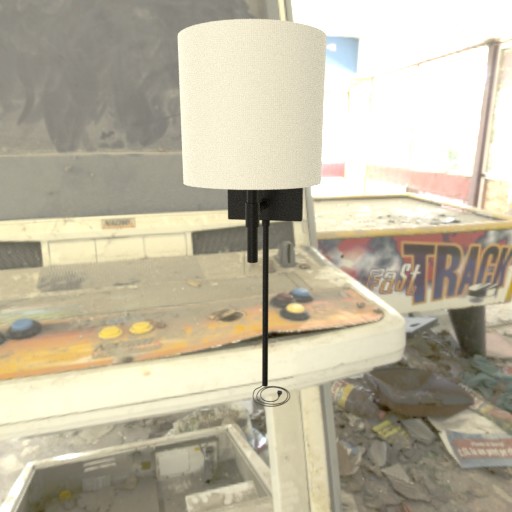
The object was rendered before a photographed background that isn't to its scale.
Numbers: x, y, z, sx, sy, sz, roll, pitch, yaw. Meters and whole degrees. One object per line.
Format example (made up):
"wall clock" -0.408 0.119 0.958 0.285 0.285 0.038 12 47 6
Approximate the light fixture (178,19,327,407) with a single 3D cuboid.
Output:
"light fixture" 0.000 0.000 0.669 0.188 0.589 0.248 2 15 9
